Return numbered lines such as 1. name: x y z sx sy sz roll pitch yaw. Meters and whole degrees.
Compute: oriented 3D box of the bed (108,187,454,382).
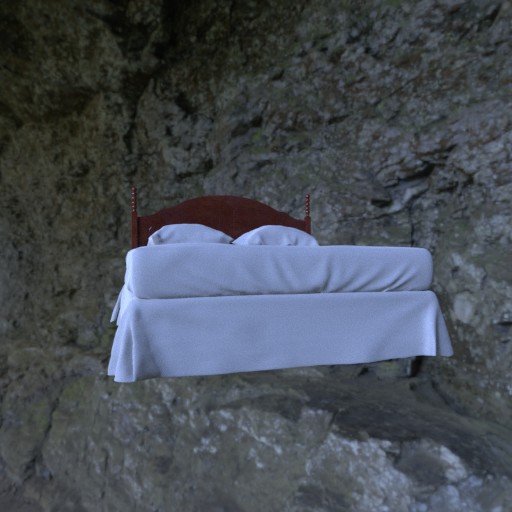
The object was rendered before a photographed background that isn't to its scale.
1. bed: 0.000 0.000 3.642 2.322 1.355 2.219 0 0 -17
